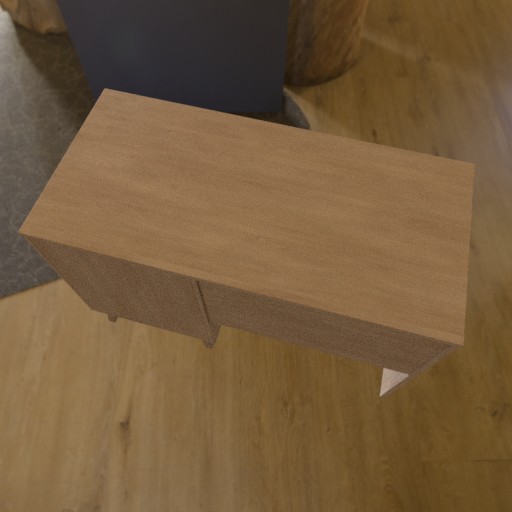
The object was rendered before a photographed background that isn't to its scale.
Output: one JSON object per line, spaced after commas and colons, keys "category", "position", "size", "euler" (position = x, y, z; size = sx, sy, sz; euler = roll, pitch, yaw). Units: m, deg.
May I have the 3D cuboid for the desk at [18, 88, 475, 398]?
{"category": "desk", "position": [0.000, 0.000, 1.667], "size": [1.251, 0.770, 0.600], "euler": [14, 63, 7]}
